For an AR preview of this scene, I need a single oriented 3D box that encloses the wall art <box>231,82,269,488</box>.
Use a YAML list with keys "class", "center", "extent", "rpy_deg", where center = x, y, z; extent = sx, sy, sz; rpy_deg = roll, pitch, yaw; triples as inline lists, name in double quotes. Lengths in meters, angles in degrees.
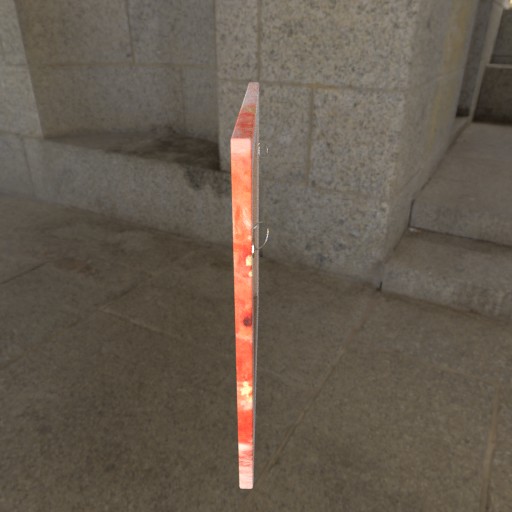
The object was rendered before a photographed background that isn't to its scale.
- class: "wall art"
  center: [0.000, 0.000, 1.313]
  extent: [0.066, 0.878, 0.878]
  rpy_deg: [1, 27, 1]
